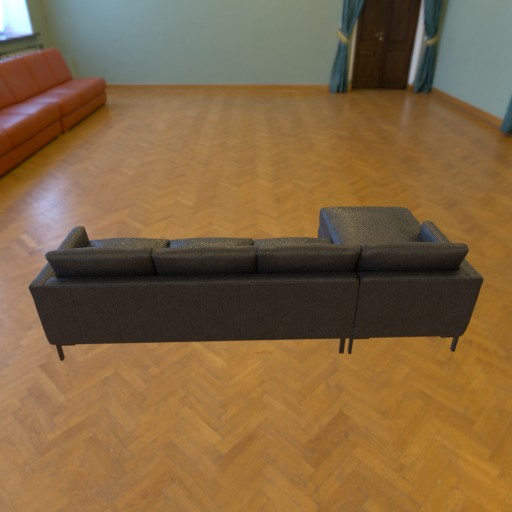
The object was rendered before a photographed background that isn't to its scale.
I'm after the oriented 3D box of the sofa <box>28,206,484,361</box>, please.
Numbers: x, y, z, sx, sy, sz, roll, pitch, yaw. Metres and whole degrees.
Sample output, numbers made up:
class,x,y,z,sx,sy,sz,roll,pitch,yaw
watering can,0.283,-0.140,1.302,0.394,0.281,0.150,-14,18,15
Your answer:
class,x,y,z,sx,sy,sz,roll,pitch,yaw
sofa,0.000,0.000,3.623,2.993,0.859,1.471,-1,30,-2
